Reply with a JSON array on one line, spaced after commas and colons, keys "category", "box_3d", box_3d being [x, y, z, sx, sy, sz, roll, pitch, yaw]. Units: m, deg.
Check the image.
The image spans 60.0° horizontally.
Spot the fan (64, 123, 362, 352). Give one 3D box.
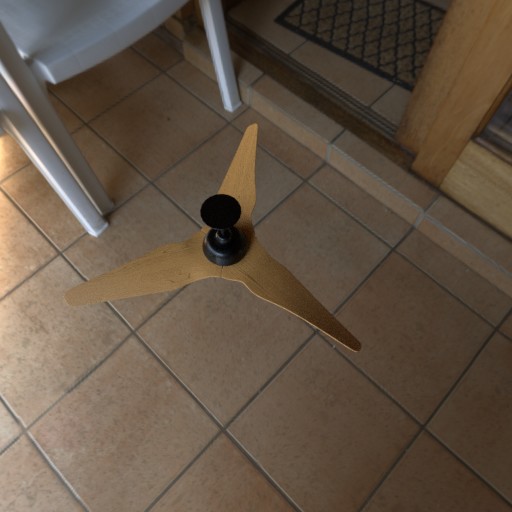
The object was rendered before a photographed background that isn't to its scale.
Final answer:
[{"category": "fan", "box_3d": [0.000, 0.000, 1.671, 1.010, 0.355, 1.142, 36, 70, 15]}]
